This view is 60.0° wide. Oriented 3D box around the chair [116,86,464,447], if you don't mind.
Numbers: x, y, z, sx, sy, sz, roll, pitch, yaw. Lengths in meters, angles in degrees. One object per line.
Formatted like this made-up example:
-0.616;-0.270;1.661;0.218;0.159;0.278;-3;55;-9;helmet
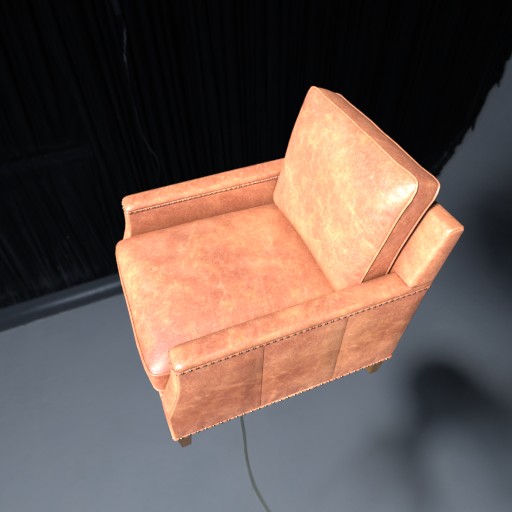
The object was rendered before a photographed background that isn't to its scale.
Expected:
0.000;0.000;1.693;1.014;0.943;0.853;-16;48;-15;chair
